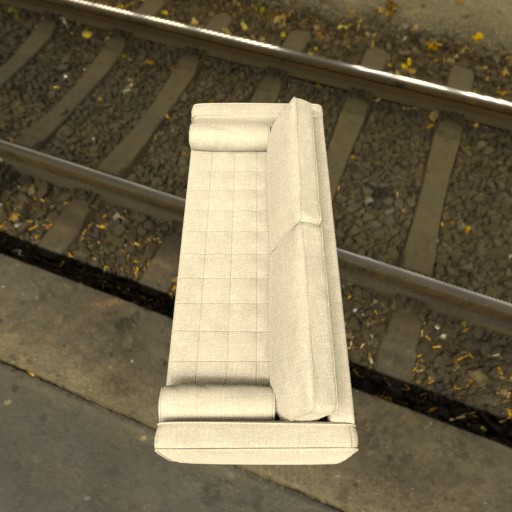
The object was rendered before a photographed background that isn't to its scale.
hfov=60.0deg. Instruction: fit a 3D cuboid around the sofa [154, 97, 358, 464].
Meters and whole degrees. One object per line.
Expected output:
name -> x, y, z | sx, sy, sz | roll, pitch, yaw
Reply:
sofa -> 0.000, 0.000, 2.624 | 0.914, 0.762, 2.211 | 0, 59, 0
